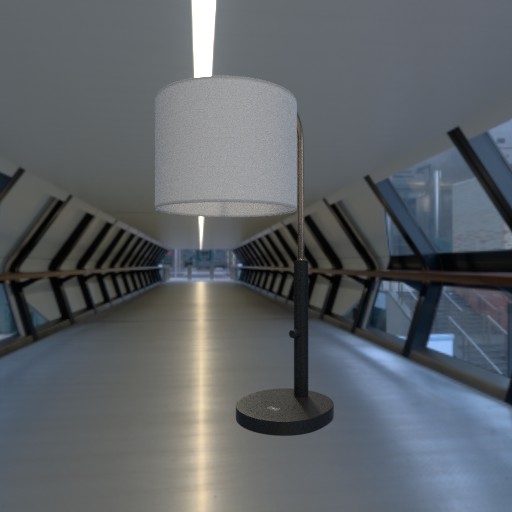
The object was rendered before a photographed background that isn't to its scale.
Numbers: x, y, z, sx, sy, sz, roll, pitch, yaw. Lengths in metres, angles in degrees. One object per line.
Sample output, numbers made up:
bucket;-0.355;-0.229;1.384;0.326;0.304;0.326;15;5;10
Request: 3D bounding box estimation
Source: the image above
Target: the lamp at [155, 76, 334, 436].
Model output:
lamp;0.000;0.000;0.686;0.199;0.540;0.337;0;0;37
